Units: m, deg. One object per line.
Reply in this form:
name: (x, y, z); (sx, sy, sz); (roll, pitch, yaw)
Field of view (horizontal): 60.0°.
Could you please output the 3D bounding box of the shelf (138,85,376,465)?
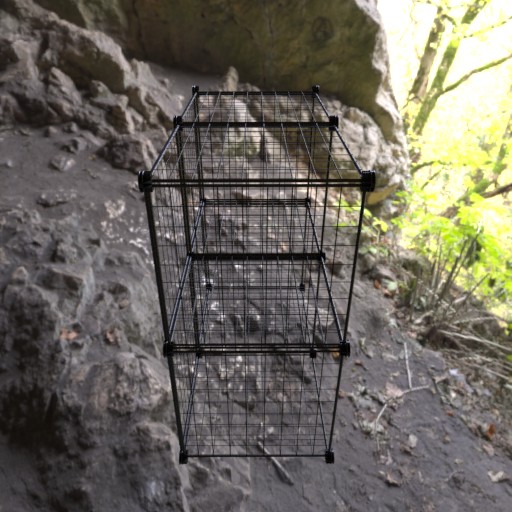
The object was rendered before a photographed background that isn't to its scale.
shelf: (0.000, 0.000, 1.143); (0.356, 0.711, 0.711); (0, 31, 0)
